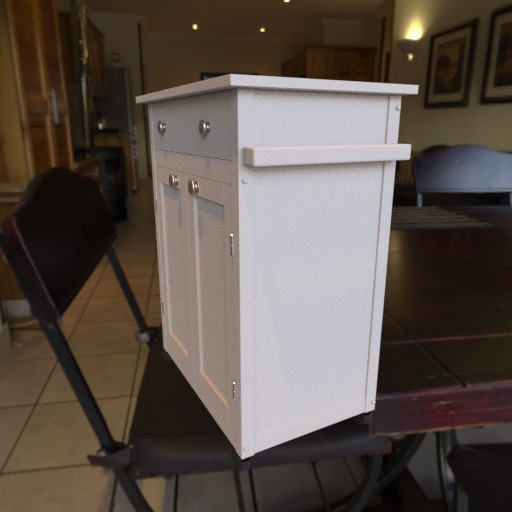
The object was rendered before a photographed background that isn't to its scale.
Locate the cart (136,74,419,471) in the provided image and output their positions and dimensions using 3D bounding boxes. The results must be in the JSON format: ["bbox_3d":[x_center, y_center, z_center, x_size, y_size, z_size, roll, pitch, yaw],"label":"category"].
[{"bbox_3d":[0.000,0.000,1.240,0.442,0.864,0.683,-8,18,-27],"label":"cart"}]
